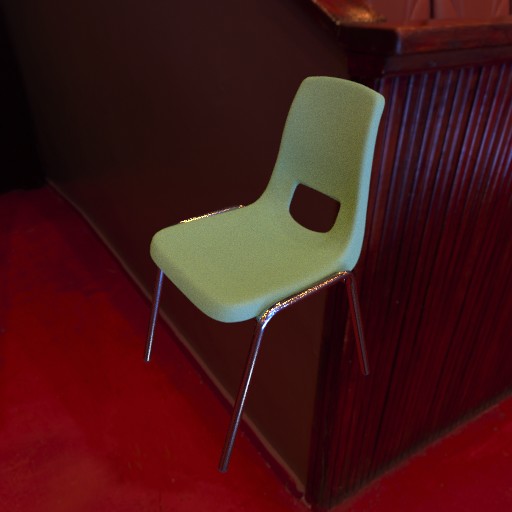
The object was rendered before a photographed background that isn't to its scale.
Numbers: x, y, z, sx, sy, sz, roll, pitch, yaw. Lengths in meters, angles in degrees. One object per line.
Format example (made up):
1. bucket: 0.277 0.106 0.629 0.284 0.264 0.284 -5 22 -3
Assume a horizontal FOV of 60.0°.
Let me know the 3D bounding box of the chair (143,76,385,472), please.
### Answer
1. chair: 0.000 0.000 0.924 0.436 0.653 0.381 -21 37 -30
